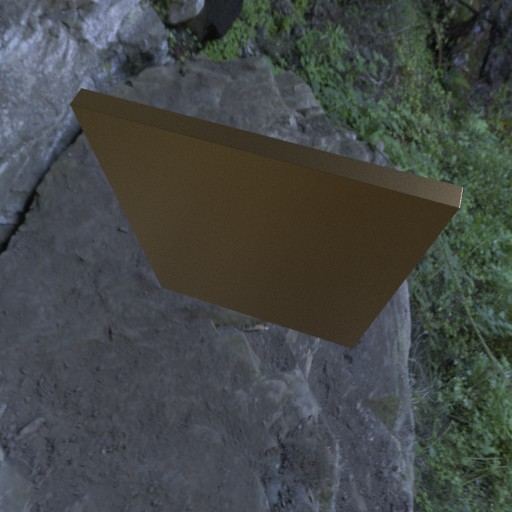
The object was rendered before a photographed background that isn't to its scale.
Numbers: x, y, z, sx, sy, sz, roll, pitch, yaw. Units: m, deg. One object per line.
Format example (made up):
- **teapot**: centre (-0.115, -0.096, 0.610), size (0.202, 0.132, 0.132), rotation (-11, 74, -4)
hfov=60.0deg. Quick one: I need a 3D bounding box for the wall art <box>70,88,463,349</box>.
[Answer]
- **wall art**: centre (0.000, 0.000, 1.008), size (0.610, 0.762, 0.038), rotation (17, 65, 8)
